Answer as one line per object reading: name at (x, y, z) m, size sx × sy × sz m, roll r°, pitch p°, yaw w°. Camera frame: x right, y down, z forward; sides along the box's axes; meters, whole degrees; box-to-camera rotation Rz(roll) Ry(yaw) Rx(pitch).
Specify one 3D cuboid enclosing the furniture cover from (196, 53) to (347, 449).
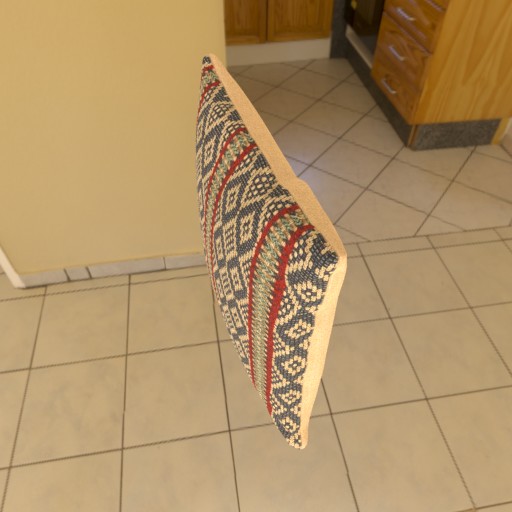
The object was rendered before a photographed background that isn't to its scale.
furniture cover at (0.000, 0.000, 0.660) m, size 0.139 × 0.431 × 0.431 m, roll -14°, pitch 48°, yaw -13°
